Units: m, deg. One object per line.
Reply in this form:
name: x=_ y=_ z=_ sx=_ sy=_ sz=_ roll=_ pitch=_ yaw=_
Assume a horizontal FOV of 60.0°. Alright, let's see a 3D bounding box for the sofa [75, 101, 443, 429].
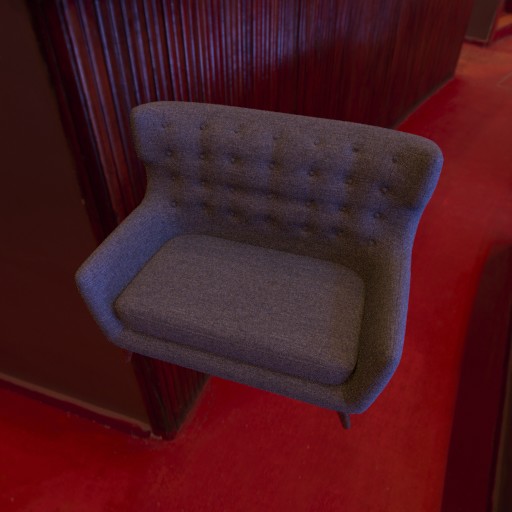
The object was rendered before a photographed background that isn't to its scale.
sofa: x=0.000 y=0.000 z=1.993 sx=1.358 sy=1.028 sz=0.874 roll=12 pitch=42 yaw=14
